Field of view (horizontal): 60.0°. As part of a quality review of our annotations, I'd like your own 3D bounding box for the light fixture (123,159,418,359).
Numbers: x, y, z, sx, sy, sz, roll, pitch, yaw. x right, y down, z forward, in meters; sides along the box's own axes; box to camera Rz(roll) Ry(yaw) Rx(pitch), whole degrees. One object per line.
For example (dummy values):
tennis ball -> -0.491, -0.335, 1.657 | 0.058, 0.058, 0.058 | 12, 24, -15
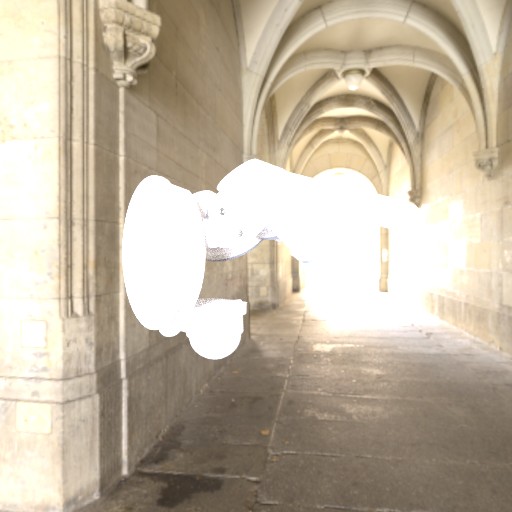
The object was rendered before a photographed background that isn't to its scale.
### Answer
light fixture -> 0.000, 0.000, 0.548 | 0.278, 0.237, 0.369 | 0, 0, -37
